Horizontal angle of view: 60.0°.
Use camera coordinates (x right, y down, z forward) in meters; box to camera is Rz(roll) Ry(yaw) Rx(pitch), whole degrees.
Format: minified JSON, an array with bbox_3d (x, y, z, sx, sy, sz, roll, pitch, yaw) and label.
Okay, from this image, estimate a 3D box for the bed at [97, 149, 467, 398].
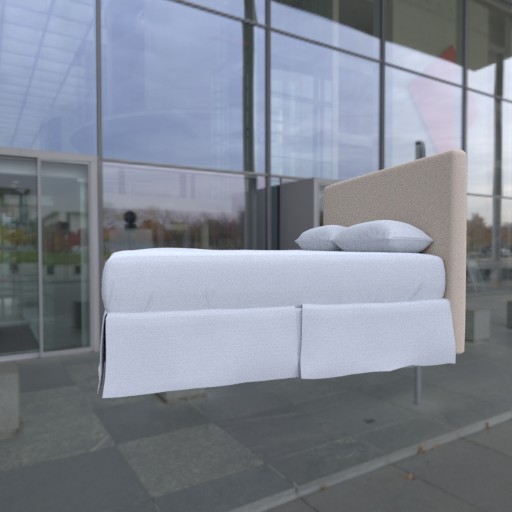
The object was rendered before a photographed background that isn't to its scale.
[{"bbox_3d":[0.000,0.000,3.240,2.142,1.330,1.884,0,1,-17],"label":"bed"}]
